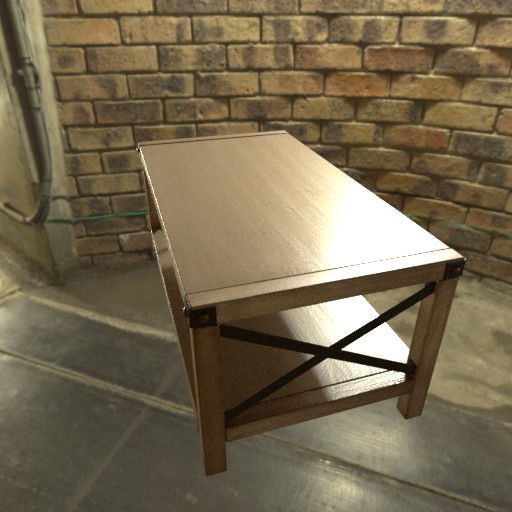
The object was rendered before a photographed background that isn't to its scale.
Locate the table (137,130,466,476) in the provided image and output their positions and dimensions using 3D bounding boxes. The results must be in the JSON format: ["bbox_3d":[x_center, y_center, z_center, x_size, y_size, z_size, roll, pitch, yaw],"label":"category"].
[{"bbox_3d":[0.000,0.000,1.316,0.559,0.456,1.016,-9,32,-15],"label":"table"}]
